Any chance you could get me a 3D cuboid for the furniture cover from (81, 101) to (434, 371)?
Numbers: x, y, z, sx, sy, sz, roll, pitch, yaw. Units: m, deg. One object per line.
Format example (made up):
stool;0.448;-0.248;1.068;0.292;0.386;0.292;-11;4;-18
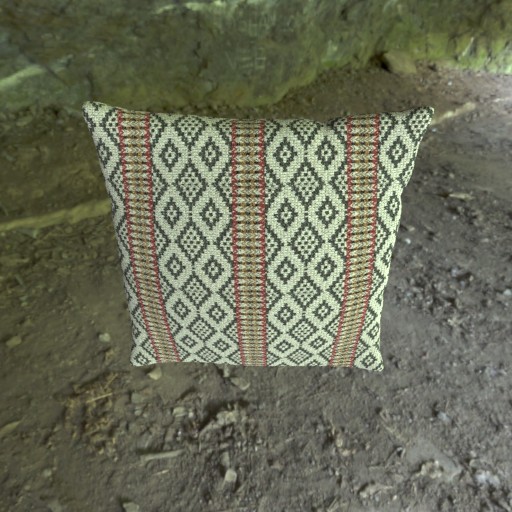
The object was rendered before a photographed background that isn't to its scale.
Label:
furniture cover;0.000;0.000;0.759;0.503;0.506;0.182;1;30;2
